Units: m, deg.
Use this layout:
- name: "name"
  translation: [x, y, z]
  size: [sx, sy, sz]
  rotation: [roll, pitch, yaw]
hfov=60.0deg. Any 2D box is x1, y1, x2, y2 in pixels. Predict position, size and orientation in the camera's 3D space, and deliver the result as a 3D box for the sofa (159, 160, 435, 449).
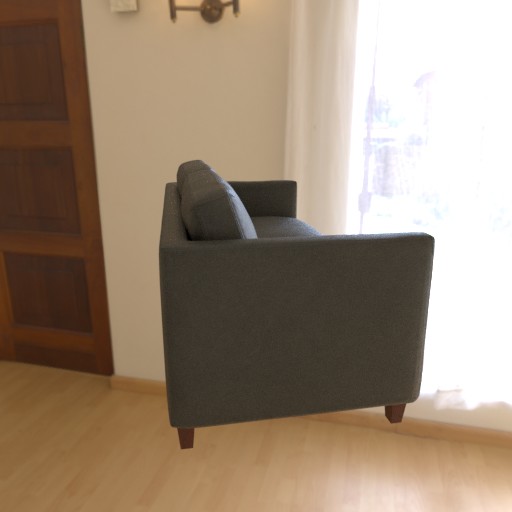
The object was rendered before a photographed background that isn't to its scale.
- name: "sofa"
  translation: [0.000, 0.000, 2.358]
  size: [0.951, 0.933, 1.883]
  rotation: [-3, 16, -10]
